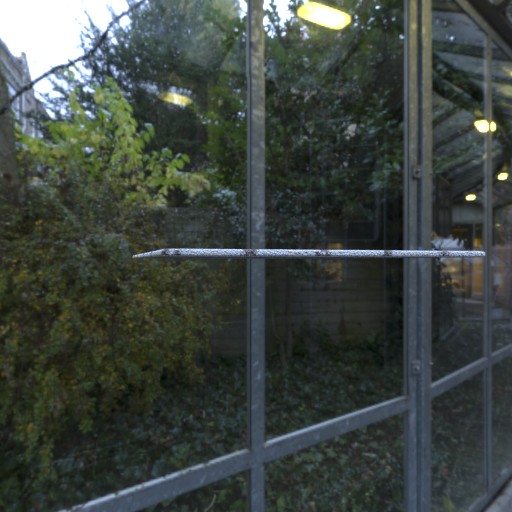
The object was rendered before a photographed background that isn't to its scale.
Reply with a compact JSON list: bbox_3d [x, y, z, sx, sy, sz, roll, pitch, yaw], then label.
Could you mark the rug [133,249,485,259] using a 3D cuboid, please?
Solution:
[{"bbox_3d":[0.000,0.000,3.034,1.524,0.030,2.438,0,-1,-18],"label":"rug"}]
